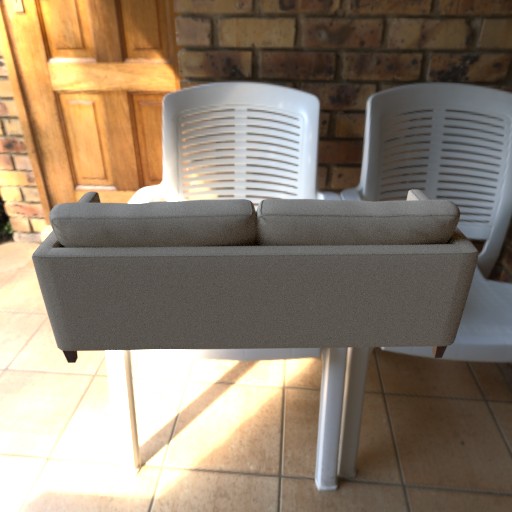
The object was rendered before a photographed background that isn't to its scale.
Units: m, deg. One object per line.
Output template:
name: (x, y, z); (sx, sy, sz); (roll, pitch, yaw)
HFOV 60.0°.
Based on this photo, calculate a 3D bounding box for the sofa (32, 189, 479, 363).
sofa: (0.000, 0.000, 2.832); (2.361, 0.968, 0.951); (-1, 29, -1)
